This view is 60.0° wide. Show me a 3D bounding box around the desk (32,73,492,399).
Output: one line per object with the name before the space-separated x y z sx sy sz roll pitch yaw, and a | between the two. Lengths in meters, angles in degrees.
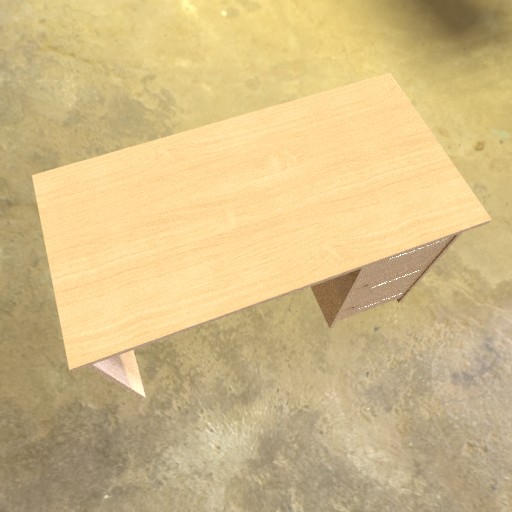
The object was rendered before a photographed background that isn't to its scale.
desk | 0.000 0.000 1.511 1.097 0.735 0.560 -19 66 -9
